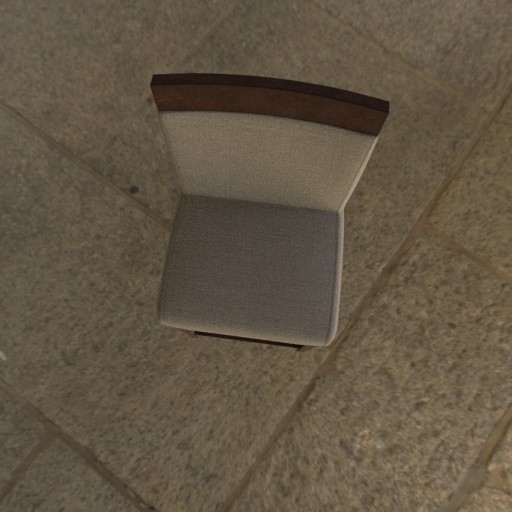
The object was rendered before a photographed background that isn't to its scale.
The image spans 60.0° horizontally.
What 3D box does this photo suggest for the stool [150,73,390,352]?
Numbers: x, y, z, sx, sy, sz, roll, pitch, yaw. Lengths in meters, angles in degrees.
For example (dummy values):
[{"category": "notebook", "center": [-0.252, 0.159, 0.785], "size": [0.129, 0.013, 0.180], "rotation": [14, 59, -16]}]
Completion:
[{"category": "stool", "center": [0.000, 0.000, 1.422], "size": [0.511, 1.117, 0.531], "rotation": [7, 76, 2]}]
